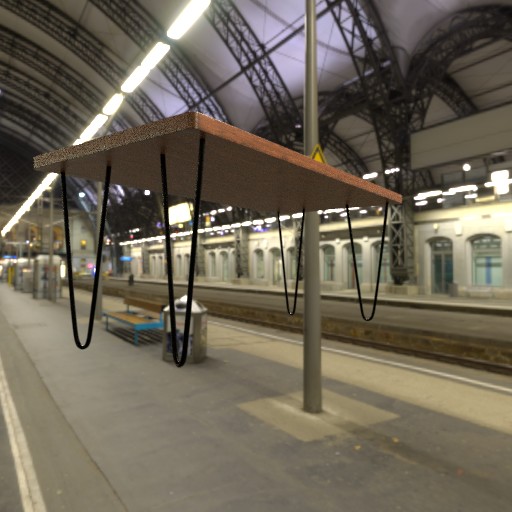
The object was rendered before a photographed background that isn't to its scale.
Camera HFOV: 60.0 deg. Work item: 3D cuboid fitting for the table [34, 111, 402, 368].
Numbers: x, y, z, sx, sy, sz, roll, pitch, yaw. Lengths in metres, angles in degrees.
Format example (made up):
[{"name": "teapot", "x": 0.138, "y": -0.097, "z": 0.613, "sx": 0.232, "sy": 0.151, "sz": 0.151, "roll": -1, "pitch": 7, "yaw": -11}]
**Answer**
[{"name": "table", "x": 0.000, "y": 0.000, "z": 2.199, "sx": 0.883, "sy": 0.753, "sz": 1.791, "roll": -1, "pitch": -2, "yaw": 36}]
